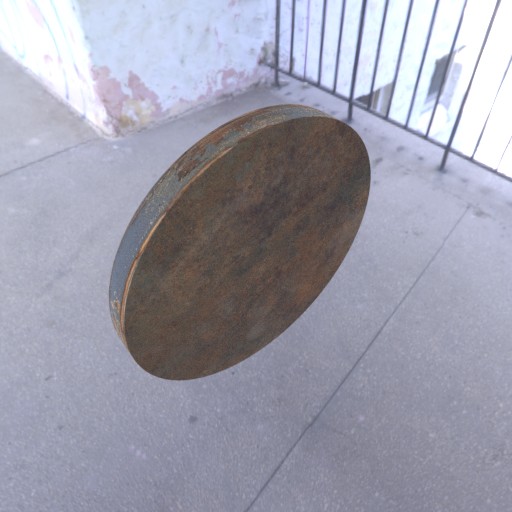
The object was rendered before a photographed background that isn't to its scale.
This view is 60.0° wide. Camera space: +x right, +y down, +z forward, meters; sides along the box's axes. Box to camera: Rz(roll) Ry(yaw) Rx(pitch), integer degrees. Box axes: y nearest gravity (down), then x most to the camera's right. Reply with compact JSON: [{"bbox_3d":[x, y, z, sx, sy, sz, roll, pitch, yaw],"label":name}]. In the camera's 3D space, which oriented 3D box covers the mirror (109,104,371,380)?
[{"bbox_3d":[0.000,0.000,0.865,0.585,0.585,0.061,-31,54,-26],"label":"mirror"}]
